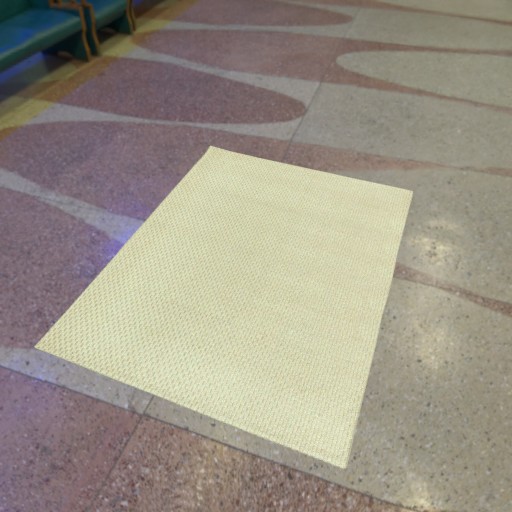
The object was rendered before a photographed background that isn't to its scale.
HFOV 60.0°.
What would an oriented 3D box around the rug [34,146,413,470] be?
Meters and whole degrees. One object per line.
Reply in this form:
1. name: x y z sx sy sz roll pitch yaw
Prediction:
1. rug: 0.000 0.000 3.821 2.277 0.035 2.897 16 47 15
